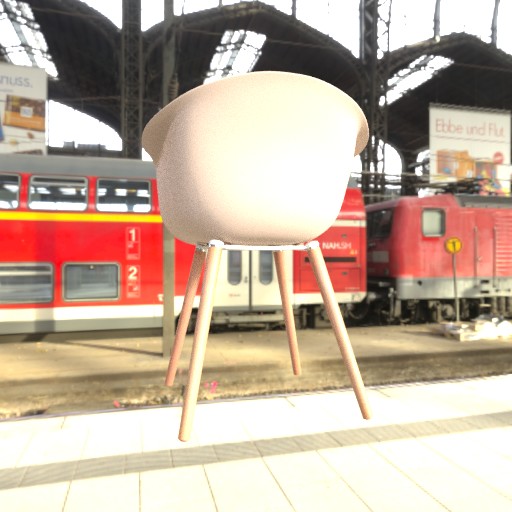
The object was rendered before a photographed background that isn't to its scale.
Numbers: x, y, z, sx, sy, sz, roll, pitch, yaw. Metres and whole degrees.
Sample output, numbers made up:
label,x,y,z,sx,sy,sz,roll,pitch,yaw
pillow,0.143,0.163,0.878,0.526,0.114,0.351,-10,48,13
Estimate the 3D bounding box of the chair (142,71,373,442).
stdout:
label,x,y,z,sx,sy,sz,roll,pitch,yaw
chair,0.000,0.000,1.184,0.593,0.781,0.504,0,0,-17
